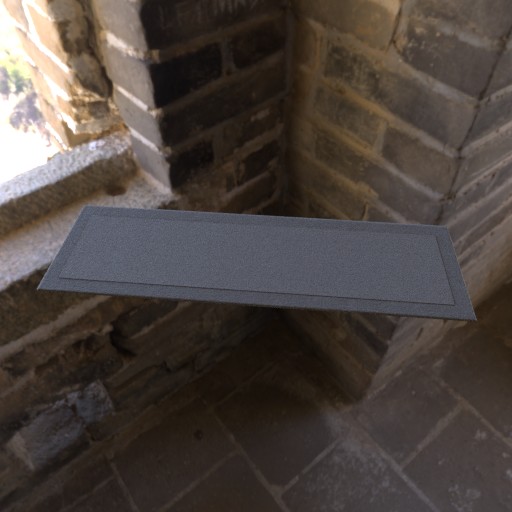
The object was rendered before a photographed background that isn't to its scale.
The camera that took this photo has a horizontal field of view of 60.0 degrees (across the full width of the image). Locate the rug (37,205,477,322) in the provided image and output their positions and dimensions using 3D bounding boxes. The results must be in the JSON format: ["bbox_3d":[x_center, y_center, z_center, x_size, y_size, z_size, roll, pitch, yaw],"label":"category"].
[{"bbox_3d":[0.000,0.000,2.698,2.430,0.012,0.759,4,46,4],"label":"rug"}]
